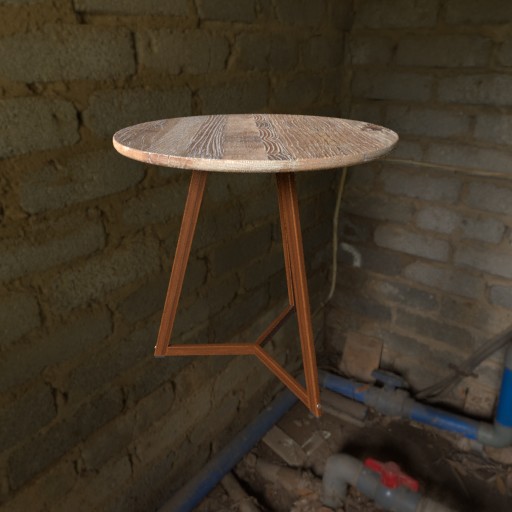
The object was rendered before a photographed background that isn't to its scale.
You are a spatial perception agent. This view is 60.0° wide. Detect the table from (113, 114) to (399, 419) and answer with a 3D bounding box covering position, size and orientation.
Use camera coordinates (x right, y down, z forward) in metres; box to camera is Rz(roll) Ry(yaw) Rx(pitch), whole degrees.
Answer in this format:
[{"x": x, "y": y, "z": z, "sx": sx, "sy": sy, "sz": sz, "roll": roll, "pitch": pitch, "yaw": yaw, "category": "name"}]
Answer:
[{"x": 0.000, "y": 0.000, "z": 0.909, "sx": 0.500, "sy": 0.500, "sz": 0.500, "roll": 0, "pitch": 24, "yaw": 0, "category": "table"}]
